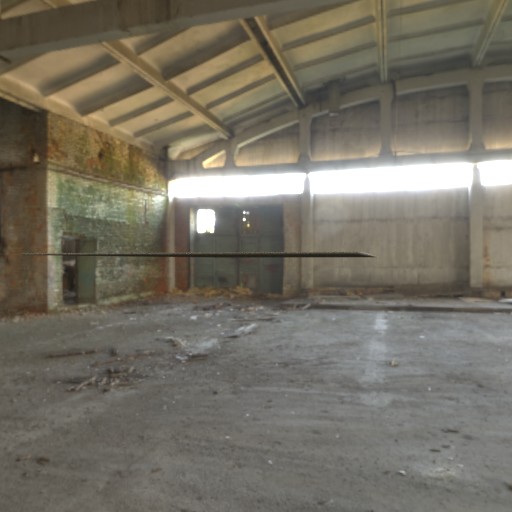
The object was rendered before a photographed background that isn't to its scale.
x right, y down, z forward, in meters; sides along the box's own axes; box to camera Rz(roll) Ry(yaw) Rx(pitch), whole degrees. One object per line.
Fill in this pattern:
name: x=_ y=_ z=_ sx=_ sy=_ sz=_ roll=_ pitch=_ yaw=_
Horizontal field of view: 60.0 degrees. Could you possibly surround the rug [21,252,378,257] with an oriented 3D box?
rug: x=0.000 y=0.000 z=2.967 sx=1.523 sy=0.008 sz=2.438 roll=0 pitch=-1 yaw=17
